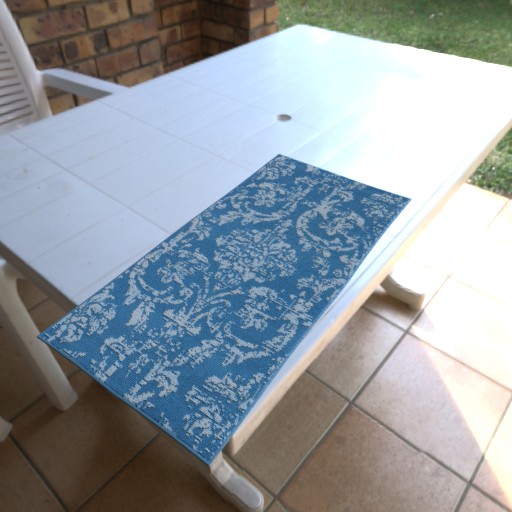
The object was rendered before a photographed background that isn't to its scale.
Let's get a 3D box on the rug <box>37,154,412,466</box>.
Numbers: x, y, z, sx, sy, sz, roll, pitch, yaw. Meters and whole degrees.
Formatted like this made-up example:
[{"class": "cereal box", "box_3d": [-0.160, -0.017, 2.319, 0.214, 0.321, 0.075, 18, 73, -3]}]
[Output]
[{"class": "rug", "box_3d": [0.000, 0.000, 1.445, 0.604, 0.007, 1.219, 25, 47, 25]}]
